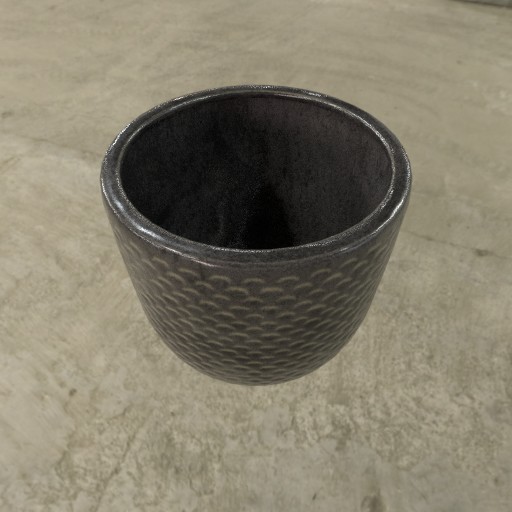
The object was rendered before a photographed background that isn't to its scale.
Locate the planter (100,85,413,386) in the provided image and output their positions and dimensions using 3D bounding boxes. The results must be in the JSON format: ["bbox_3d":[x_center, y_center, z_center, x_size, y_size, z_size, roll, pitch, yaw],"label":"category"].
[{"bbox_3d":[0.000,0.000,0.351,0.197,0.191,0.197,0,46,0],"label":"planter"}]
